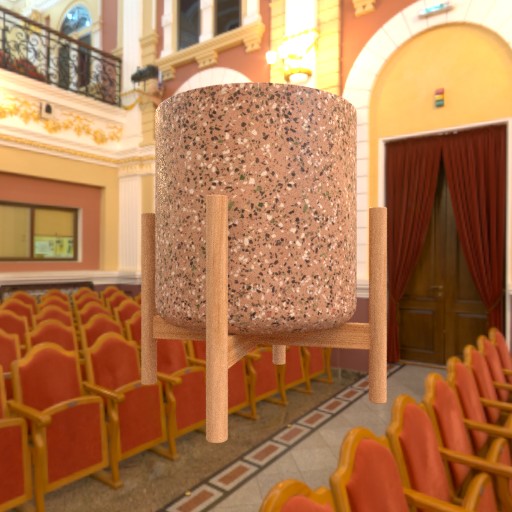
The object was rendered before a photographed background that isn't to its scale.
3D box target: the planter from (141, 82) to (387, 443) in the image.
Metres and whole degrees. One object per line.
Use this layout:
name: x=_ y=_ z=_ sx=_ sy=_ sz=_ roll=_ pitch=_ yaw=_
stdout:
planter: x=0.000 y=0.000 z=0.685 sx=0.360 sy=0.419 sz=0.360 roll=0 pitch=0 yaw=37
